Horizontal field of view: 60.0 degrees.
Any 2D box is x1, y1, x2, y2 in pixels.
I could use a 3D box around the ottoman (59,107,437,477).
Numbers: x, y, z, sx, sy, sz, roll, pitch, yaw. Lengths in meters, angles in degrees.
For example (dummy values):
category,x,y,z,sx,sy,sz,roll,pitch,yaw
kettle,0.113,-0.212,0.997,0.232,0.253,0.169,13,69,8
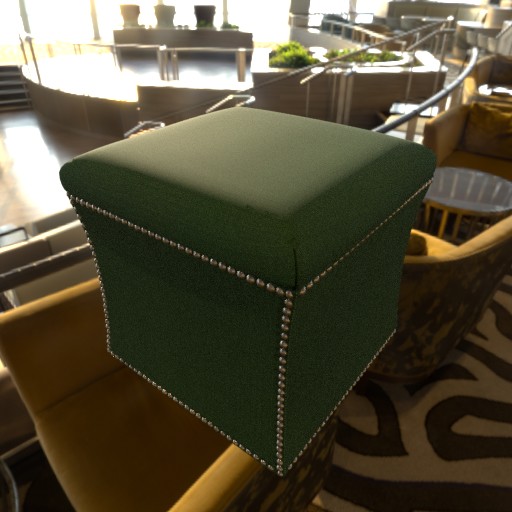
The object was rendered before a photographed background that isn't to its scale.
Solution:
category,x,y,z,sx,sy,sz,roll,pitch,yaw
ottoman,0.000,0.000,0.888,0.507,0.475,0.497,23,39,32
